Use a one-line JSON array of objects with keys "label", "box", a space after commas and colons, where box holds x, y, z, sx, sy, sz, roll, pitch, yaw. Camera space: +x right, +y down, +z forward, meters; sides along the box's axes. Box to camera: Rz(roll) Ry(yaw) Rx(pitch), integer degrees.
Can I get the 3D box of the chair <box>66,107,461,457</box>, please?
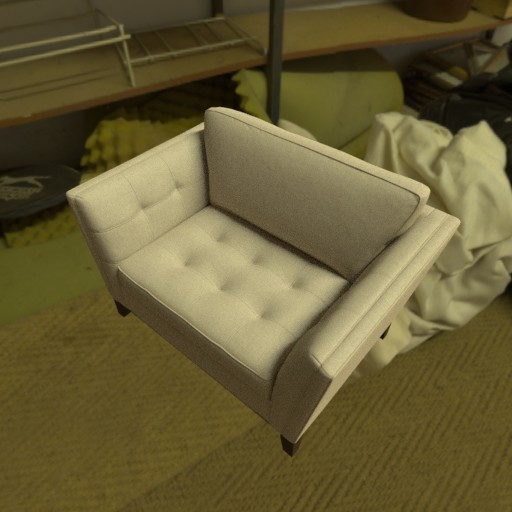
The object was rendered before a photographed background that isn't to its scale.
[{"label": "chair", "box": [0.000, 0.000, 2.075, 1.397, 0.940, 0.965, 31, 52, 28]}]
